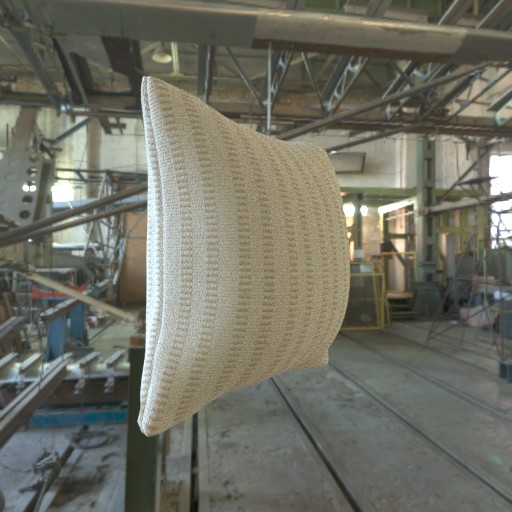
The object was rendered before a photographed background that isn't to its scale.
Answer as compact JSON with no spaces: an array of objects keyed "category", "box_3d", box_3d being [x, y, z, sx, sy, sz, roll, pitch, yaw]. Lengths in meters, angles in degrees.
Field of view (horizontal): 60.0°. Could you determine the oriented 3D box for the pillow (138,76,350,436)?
[{"category":"pillow","box_3d":[0.000,0.000,0.682,0.247,0.419,0.438,0,-1,37]}]
